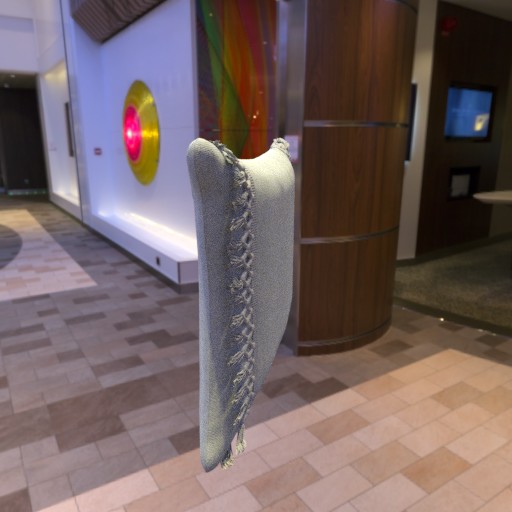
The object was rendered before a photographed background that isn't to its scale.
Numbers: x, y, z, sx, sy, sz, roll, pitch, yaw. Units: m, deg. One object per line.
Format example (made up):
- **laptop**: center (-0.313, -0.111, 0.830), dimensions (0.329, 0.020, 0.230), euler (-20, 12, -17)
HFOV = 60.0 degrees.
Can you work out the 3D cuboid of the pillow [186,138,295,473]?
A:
- **pillow**: center (0.000, 0.000, 0.588), dimensions (0.084, 0.305, 0.466), euler (3, 15, 11)
